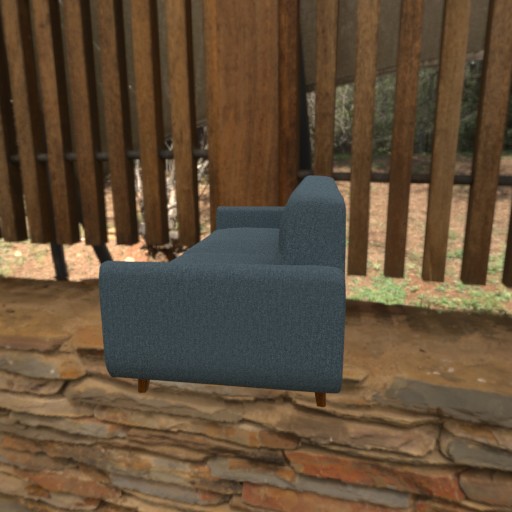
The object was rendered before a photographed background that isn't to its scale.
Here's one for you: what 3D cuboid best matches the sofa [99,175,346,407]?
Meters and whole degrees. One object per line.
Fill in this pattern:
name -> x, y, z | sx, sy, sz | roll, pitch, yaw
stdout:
sofa -> 0.000, 0.000, 2.619 | 0.942, 0.884, 2.055 | 2, 13, 8
